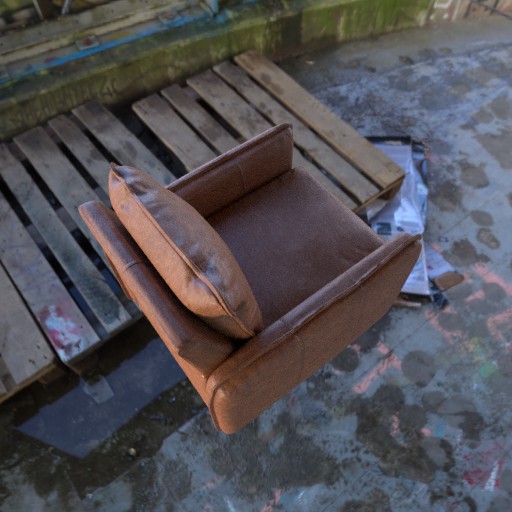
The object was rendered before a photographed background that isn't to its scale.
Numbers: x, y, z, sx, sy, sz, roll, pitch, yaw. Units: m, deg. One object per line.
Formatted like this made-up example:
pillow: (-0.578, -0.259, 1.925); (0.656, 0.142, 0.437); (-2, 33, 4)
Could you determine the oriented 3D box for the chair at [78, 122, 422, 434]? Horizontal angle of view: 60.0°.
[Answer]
chair: (0.000, 0.000, 1.645); (0.922, 0.922, 0.830); (-33, 63, -19)
